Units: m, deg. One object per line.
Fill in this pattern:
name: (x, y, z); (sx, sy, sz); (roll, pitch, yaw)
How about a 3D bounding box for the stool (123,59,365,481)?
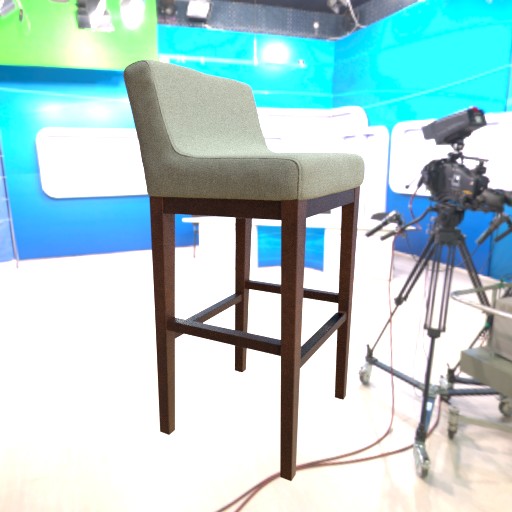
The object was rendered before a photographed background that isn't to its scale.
stool: (0.000, 0.000, 1.300); (0.500, 1.037, 0.511); (7, 15, 28)
